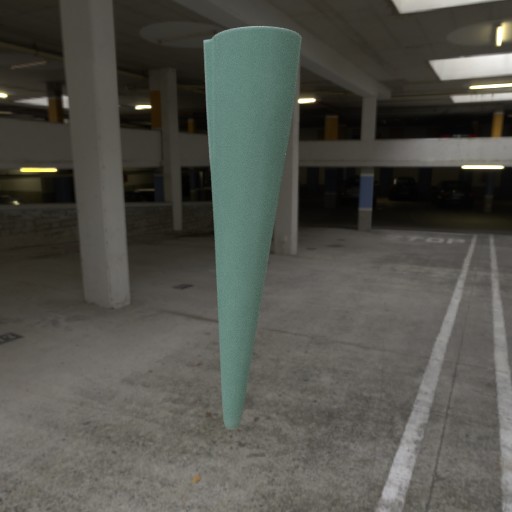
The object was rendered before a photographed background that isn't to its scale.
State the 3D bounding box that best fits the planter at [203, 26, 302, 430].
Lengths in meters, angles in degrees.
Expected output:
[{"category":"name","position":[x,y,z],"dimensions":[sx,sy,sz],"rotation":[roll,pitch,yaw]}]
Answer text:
[{"category":"planter","position":[0.000,0.000,0.295],"dimensions":[0.055,0.268,0.054],"rotation":[6,13,26]}]
